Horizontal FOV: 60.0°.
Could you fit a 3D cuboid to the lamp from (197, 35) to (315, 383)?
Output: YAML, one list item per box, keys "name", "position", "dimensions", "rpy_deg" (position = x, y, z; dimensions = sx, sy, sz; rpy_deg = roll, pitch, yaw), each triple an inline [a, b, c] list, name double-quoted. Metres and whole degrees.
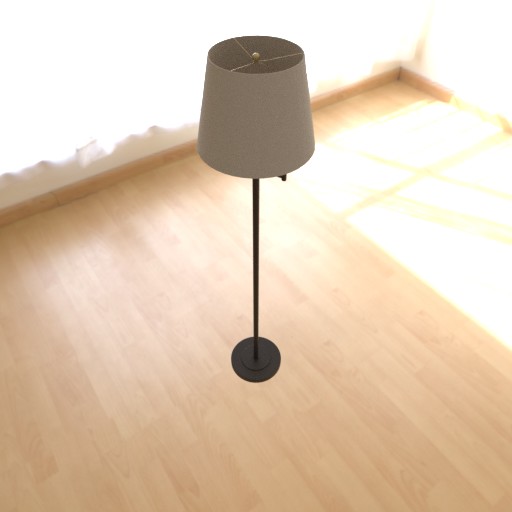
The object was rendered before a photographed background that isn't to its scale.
- name: "lamp"
  position: [0.000, 0.000, 1.648]
  dimensions: [0.348, 1.473, 0.348]
  rpy_deg: [22, 50, 20]
